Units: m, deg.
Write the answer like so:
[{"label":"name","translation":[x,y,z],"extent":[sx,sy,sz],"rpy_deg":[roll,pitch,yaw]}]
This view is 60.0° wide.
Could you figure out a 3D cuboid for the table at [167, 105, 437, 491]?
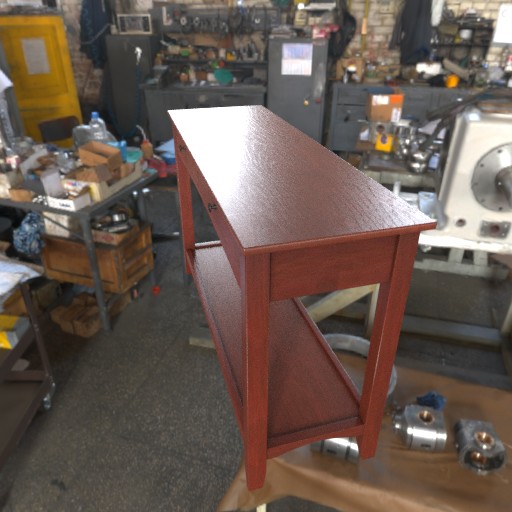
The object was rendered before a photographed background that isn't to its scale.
[{"label":"table","translation":[0.000,0.000,1.490],"extent":[0.392,0.739,1.188],"rpy_deg":[-8,31,-14]}]
